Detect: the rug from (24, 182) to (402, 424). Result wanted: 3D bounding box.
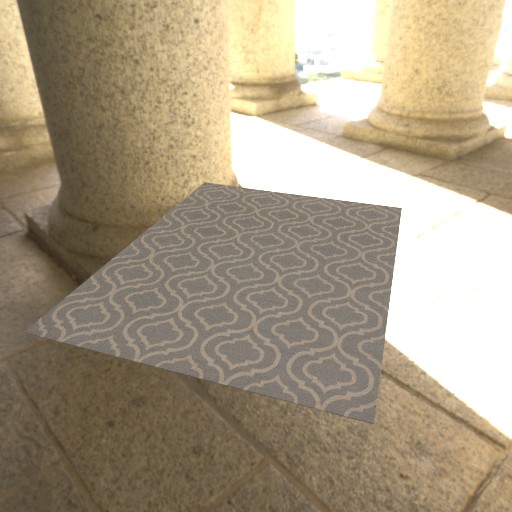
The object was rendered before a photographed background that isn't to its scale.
[{"bbox_3d":[0.000,0.000,3.815,2.283,0.006,2.892,10,32,16],"label":"rug"}]
